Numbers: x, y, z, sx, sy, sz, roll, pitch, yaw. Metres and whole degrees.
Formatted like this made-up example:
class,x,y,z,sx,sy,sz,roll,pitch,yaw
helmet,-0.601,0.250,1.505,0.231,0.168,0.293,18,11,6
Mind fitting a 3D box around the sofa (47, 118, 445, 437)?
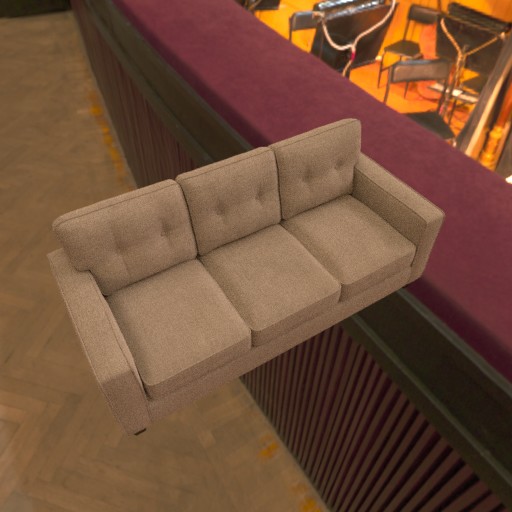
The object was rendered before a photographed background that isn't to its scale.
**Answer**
class,x,y,z,sx,sy,sz,roll,pitch,yaw
sofa,0.000,0.000,2.636,2.133,0.965,0.939,-24,51,-21
